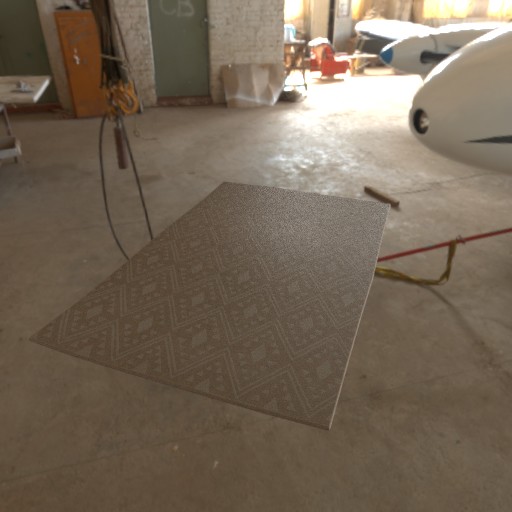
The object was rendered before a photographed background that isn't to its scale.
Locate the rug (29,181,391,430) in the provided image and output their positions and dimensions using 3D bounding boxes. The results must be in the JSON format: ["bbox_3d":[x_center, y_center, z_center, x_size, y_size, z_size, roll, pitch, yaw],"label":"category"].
[{"bbox_3d":[0.000,0.000,2.993,1.553,0.053,2.430,11,32,17],"label":"rug"}]
